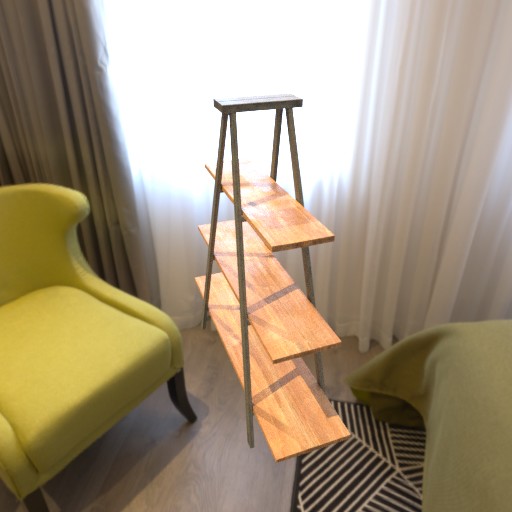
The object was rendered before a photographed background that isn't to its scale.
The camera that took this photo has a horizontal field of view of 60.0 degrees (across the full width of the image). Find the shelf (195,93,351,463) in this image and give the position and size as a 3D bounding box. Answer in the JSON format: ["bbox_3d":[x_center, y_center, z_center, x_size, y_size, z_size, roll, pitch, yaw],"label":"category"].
[{"bbox_3d":[0.000,0.000,2.641,0.508,1.808,1.746,-11,32,-17],"label":"shelf"}]
